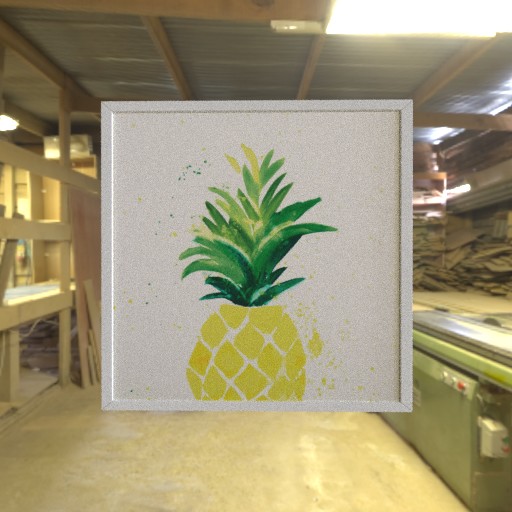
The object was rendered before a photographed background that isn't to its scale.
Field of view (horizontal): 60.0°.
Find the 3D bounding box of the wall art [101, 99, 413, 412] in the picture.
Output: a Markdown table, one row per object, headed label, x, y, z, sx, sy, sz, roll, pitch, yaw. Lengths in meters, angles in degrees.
| label | x | y | z | sx | sy | sz | roll | pitch | yaw |
| --- | --- | --- | --- | --- | --- | --- | --- | --- | --- |
| wall art | 0.000 | 0.000 | 1.105 | 0.763 | 0.761 | 0.038 | 0 | 0 | 1 |
